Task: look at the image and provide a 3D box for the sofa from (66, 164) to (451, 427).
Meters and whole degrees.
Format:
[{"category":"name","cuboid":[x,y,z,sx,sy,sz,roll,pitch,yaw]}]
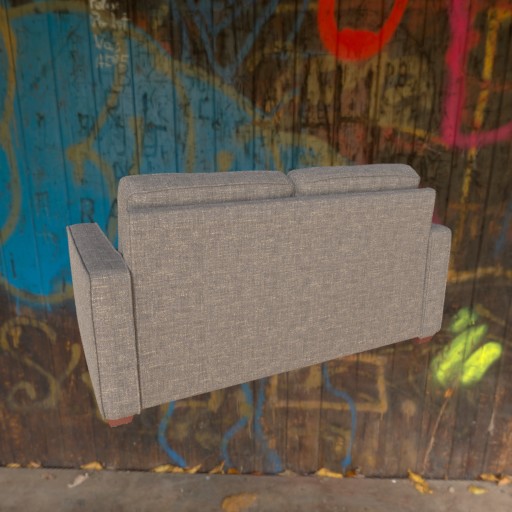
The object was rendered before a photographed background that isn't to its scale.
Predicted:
[{"category":"sofa","cuboid":[0.000,0.000,2.238,1.709,0.918,0.947,-8,17,-25]}]
